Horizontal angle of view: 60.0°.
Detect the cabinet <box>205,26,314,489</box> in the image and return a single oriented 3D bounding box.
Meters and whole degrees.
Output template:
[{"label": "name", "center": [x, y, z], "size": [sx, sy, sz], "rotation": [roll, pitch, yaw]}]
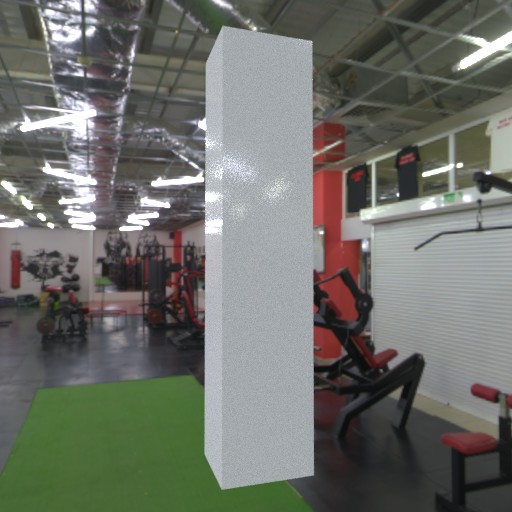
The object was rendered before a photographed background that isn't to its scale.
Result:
[{"label": "cabinet", "center": [0.000, 0.000, 1.512], "size": [0.300, 1.400, 0.270], "rotation": [1, -2, -18]}]
